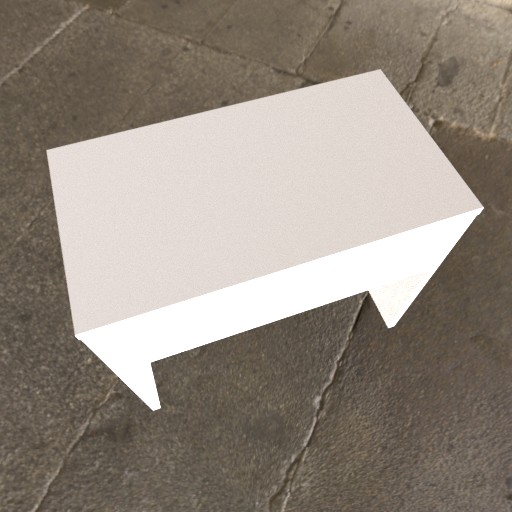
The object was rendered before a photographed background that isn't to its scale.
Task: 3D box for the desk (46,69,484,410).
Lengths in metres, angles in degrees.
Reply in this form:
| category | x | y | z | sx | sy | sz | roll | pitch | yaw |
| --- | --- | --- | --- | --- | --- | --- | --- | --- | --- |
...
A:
| category | x | y | z | sx | sy | sz | roll | pitch | yaw |
| --- | --- | --- | --- | --- | --- | --- | --- | --- | --- |
| desk | 0.000 | 0.000 | 1.344 | 0.900 | 0.729 | 0.498 | -17 | 61 | -10 |
